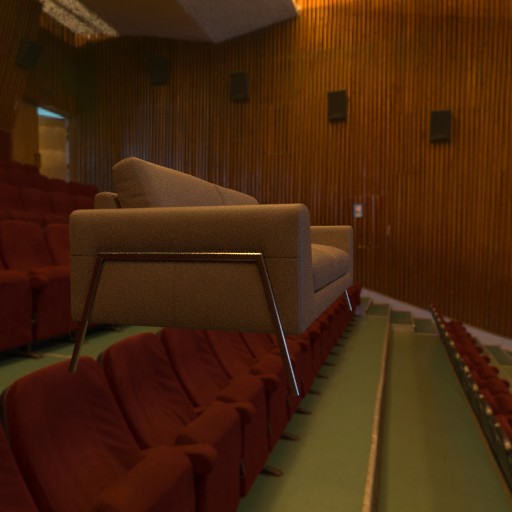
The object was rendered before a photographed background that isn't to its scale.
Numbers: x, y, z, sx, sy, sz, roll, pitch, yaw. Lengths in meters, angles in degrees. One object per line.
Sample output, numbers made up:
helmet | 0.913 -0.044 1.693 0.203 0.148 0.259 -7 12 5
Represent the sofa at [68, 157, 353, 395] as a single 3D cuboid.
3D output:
sofa | 0.000 0.000 2.561 0.953 0.875 2.017 0 1 17
